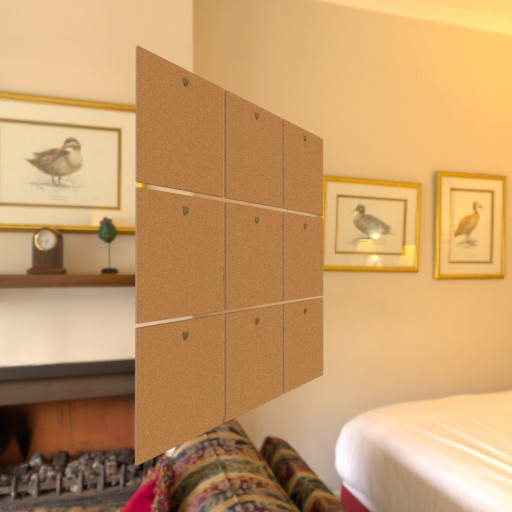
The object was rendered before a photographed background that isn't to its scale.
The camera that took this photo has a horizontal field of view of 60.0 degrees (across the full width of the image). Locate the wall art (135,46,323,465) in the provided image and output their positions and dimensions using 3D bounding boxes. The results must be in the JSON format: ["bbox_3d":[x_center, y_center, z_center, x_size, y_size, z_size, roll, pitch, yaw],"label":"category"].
[{"bbox_3d":[0.000,0.000,2.249,0.019,1.532,1.533,0,0,35],"label":"wall art"}]
